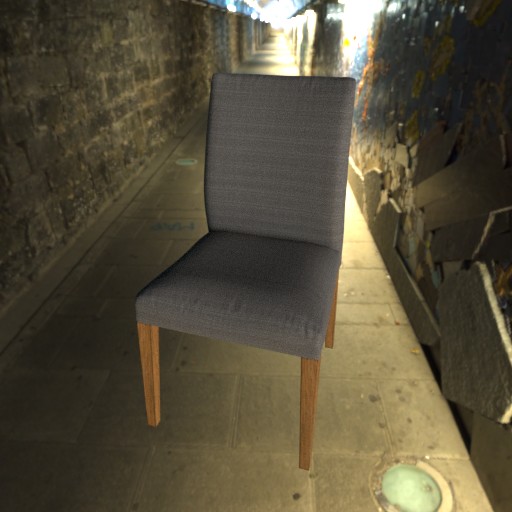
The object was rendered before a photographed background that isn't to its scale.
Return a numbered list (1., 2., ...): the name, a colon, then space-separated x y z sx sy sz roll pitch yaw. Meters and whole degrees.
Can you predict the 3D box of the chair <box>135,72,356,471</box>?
1. chair: 0.000 0.000 1.295 0.496 0.940 0.585 9 29 16
